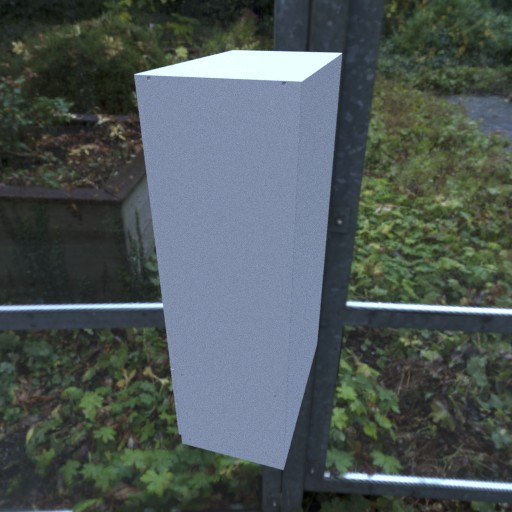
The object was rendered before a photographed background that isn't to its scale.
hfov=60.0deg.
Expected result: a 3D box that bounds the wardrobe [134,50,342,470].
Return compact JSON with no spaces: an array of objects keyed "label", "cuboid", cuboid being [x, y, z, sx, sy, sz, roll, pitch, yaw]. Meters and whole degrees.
[{"label":"wardrobe","cuboid":[0.000,0.000,2.240,0.577,1.808,0.991,8,30,14]}]
